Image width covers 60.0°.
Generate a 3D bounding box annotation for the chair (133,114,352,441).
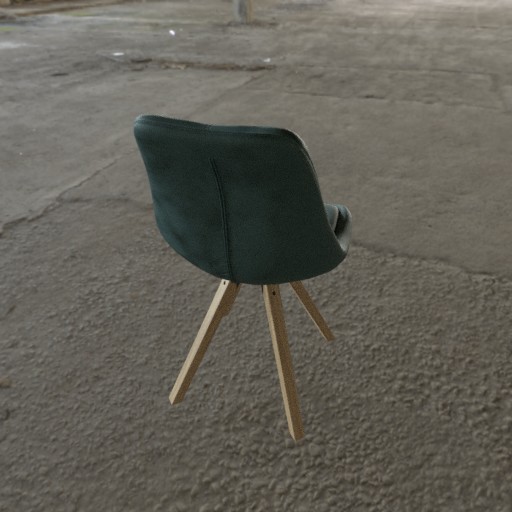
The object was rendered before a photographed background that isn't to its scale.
[{"bbox_3d":[0.000,0.000,1.198,0.483,0.865,0.547,10,35,15],"label":"chair"}]
